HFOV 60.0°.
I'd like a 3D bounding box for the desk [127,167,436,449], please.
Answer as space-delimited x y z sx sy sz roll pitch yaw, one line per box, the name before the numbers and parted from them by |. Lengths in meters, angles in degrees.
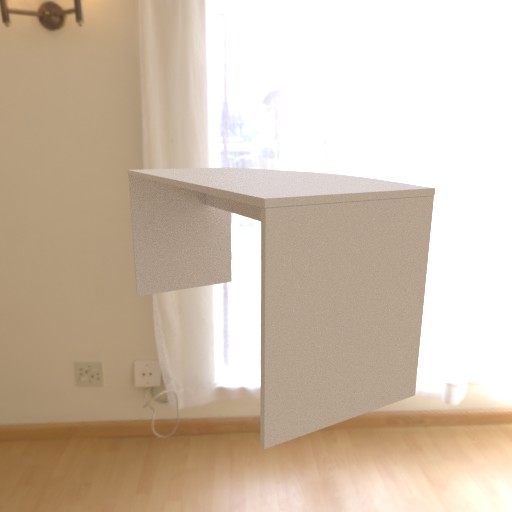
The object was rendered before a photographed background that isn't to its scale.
desk | 0.000 0.000 2.104 0.802 0.750 1.600 -7 16 -27
